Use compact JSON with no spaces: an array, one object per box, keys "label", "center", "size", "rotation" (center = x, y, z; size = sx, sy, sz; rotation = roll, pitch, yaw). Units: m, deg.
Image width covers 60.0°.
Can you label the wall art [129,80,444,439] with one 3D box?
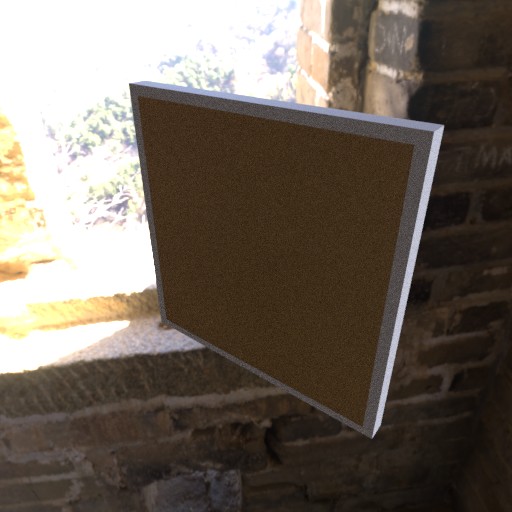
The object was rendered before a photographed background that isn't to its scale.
[{"label":"wall art","center":[0.000,0.000,0.750],"size":[0.508,0.507,0.035],"rotation":[21,36,31]}]
